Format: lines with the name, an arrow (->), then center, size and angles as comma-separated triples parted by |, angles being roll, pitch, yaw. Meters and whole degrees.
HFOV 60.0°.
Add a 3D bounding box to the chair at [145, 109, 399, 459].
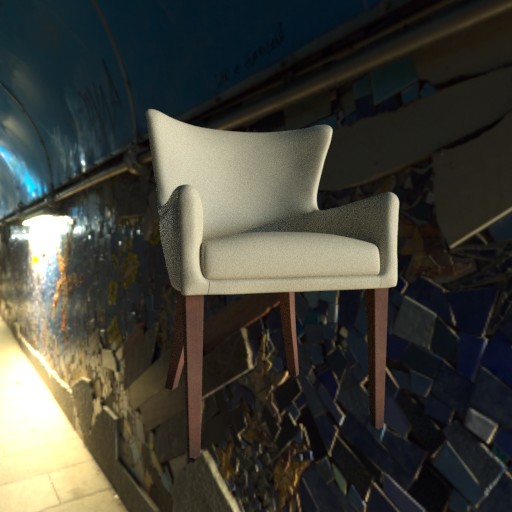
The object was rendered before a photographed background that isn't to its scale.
chair -> 0.000, 0.000, 1.414 | 0.660, 0.952, 0.686 | -1, 2, -19
